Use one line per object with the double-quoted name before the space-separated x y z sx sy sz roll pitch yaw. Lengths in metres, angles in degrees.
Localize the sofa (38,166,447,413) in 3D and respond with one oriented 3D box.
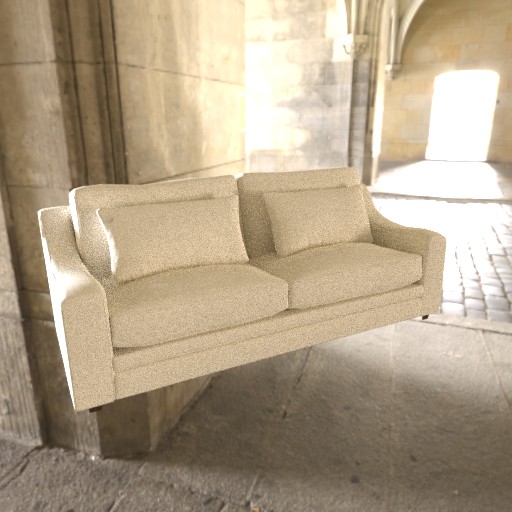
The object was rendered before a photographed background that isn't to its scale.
"sofa" 0.000 0.000 2.907 2.470 1.022 1.009 -9 20 -26
